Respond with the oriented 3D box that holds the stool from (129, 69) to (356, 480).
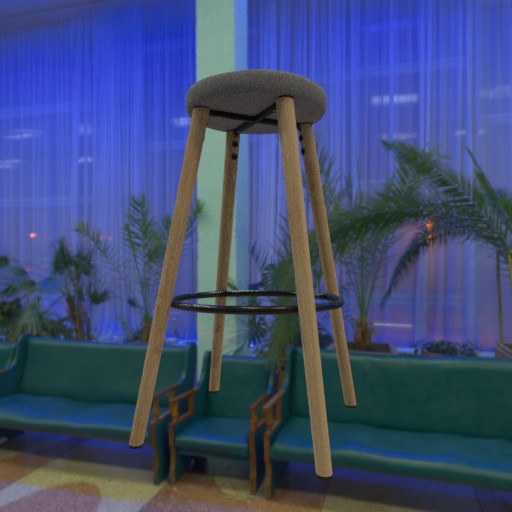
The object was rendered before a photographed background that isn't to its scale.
[{"bbox_3d":[0.000,0.000,1.016,0.410,0.770,0.410,0,0,19],"label":"stool"}]
